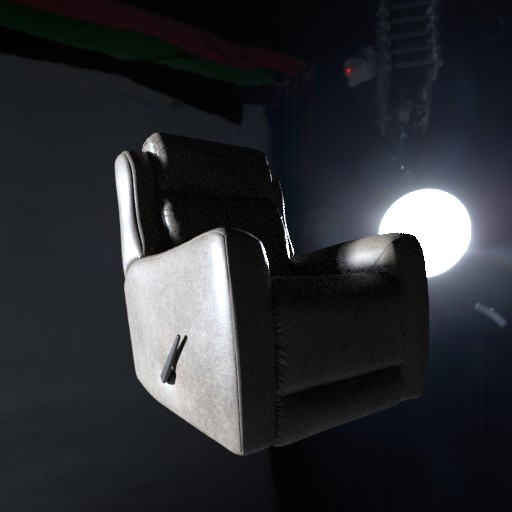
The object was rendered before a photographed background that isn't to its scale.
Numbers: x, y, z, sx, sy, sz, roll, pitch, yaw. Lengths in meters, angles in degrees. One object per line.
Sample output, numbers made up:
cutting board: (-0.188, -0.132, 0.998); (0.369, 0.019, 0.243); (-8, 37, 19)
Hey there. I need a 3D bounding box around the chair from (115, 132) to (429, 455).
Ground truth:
chair: (0.000, 0.000, 1.859); (0.967, 1.116, 1.068); (0, 1, -36)
